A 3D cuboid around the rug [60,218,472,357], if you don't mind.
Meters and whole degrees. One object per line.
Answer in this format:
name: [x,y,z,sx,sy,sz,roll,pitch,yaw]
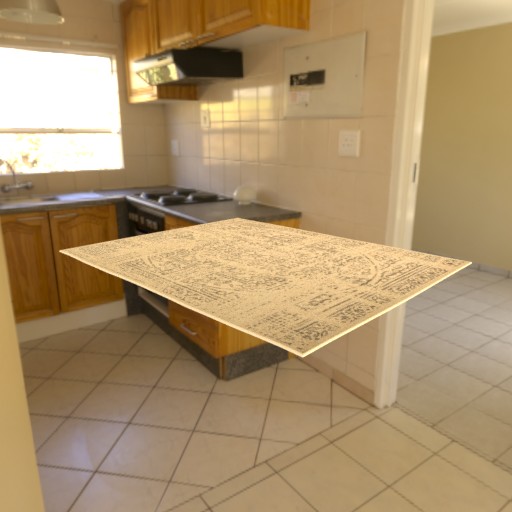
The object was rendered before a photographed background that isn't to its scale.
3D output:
rug: [0.000,0.000,3.963,2.921,0.032,2.311,15,21,42]
